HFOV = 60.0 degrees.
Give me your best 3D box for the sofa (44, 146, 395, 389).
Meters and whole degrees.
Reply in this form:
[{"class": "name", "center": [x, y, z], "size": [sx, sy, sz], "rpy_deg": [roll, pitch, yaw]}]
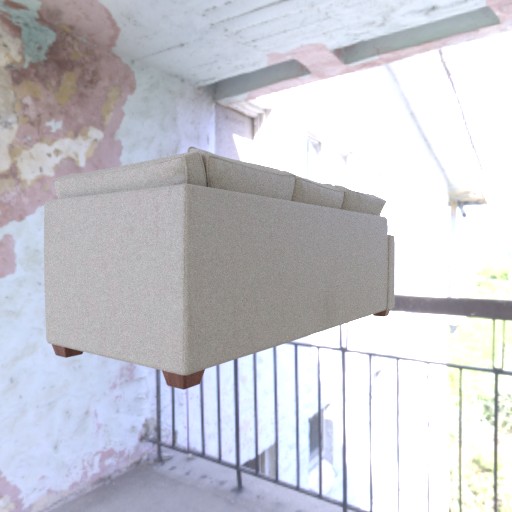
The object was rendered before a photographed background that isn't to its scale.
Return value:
[{"class": "sofa", "center": [0.000, 0.000, 2.849], "size": [1.061, 0.962, 2.317], "rpy_deg": [1, 1, 36]}]
